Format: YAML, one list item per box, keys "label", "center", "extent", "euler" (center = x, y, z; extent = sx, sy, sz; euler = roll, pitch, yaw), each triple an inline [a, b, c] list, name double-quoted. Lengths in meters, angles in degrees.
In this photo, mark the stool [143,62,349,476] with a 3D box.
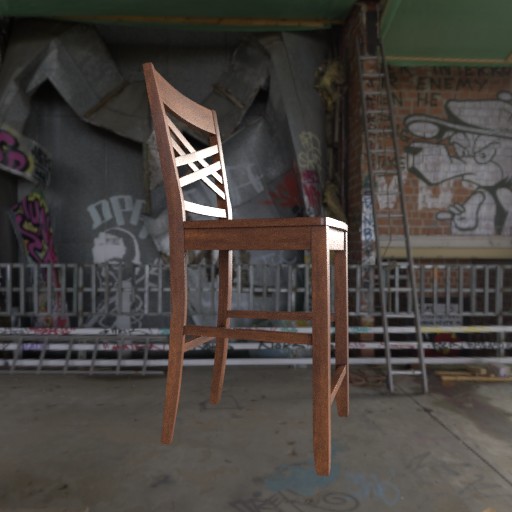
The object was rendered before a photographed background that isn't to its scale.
- label: "stool"
  center: [0.000, 0.000, 1.375]
  extent: [0.539, 1.079, 0.462]
  euler: [0, 1, 18]
